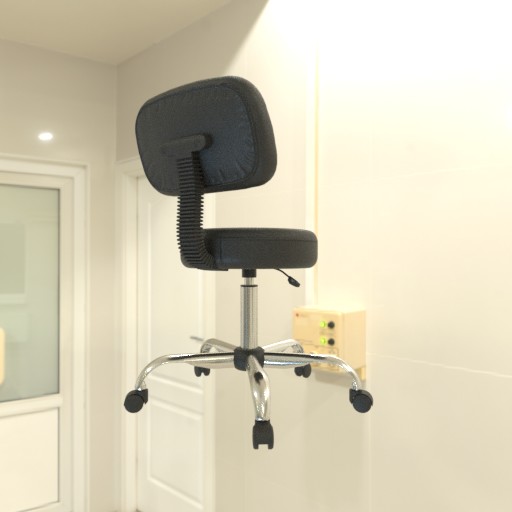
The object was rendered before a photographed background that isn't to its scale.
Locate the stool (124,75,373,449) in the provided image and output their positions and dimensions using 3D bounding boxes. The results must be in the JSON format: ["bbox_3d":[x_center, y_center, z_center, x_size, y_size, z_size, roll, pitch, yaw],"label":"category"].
[{"bbox_3d":[0.000,0.000,1.342,0.673,0.862,0.648,0,0,35],"label":"stool"}]
